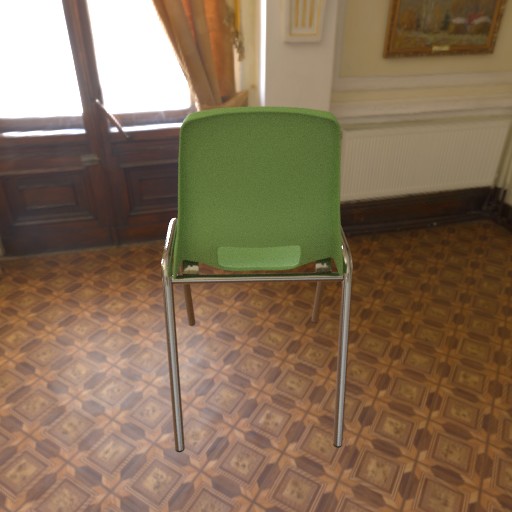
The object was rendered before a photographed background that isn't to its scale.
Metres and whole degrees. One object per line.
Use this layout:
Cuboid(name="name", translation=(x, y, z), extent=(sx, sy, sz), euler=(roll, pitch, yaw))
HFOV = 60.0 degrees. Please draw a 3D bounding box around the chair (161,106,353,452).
Cuboid(name="chair", translation=(0.000, 0.000, 0.945), extent=(0.381, 0.704, 0.436), euler=(-1, 31, -2))
